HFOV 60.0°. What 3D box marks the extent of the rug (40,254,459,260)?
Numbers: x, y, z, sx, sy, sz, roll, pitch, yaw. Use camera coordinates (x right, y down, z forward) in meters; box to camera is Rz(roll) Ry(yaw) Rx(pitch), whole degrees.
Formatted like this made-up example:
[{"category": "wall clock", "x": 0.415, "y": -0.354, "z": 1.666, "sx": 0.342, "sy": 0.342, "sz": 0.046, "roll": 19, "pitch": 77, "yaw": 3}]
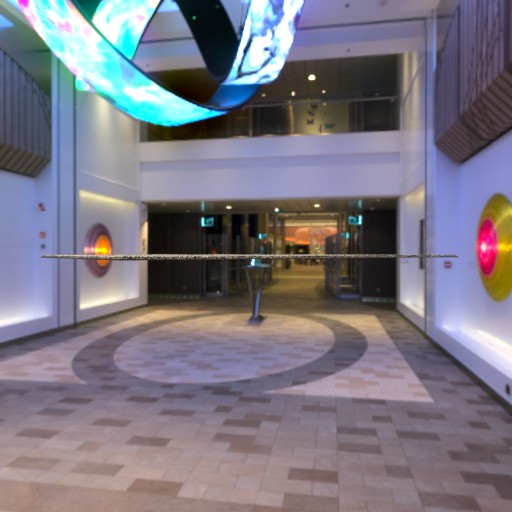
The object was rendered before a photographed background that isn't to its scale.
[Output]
[{"category": "rug", "x": 0.000, "y": 0.000, "z": 3.043, "sx": 2.443, "sy": 0.021, "sz": 1.538, "roll": 0, "pitch": 0, "yaw": -36}]
